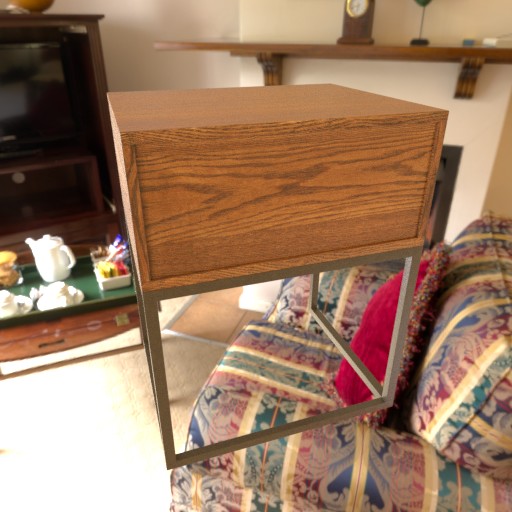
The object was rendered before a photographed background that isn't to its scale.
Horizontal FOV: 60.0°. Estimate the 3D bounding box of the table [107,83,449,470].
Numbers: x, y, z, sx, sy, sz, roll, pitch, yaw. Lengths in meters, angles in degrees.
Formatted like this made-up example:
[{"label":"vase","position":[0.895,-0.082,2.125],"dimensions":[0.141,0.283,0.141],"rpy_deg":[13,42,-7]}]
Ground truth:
[{"label":"table","position":[0.000,0.000,0.909],"dimensions":[0.482,0.610,0.400],"rpy_deg":[-9,29,-17]}]
